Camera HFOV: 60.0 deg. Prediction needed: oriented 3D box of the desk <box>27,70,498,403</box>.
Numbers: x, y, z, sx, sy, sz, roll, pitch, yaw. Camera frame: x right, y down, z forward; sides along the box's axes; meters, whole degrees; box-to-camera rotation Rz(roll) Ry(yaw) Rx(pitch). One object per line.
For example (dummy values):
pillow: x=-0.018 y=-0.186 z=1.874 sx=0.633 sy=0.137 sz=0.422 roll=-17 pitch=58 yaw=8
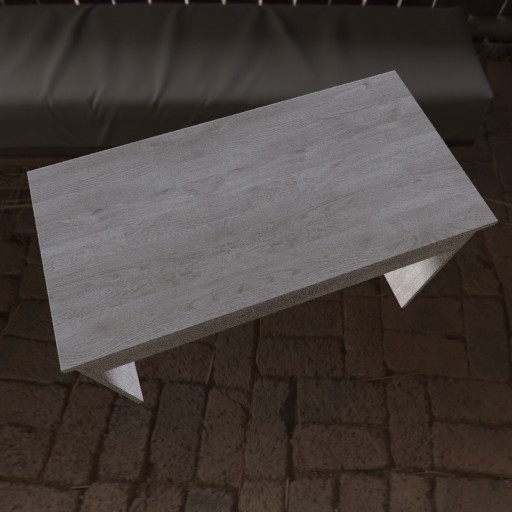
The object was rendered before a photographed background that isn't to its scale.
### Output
desk: x=0.000 y=0.000 z=1.482 sx=1.100 sy=0.730 sz=0.560 roll=-18 pitch=66 yaw=-8
